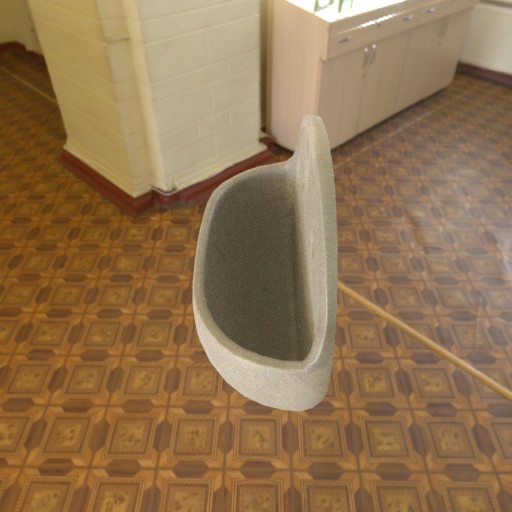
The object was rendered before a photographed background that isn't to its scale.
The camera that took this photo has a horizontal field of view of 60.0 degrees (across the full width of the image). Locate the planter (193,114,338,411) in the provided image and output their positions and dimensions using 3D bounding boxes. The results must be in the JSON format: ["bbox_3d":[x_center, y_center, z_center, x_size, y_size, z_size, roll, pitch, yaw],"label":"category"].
[{"bbox_3d":[0.000,0.000,0.277,0.073,0.164,0.190,0,41,0],"label":"planter"}]
